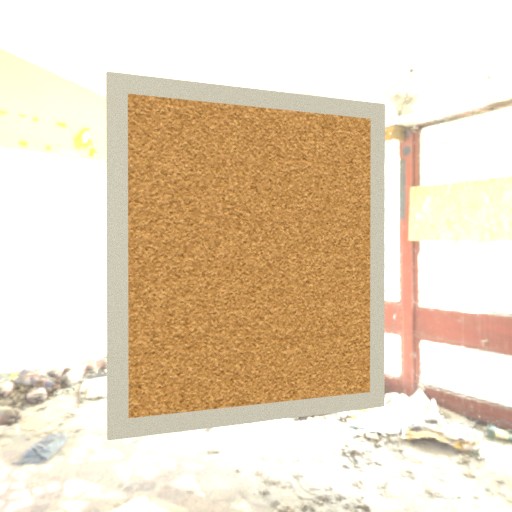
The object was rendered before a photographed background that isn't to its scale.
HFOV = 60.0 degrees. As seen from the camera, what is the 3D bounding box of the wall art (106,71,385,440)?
[{"bbox_3d":[0.000,0.000,0.519,0.331,0.381,0.028,0,1,-18],"label":"wall art"}]
